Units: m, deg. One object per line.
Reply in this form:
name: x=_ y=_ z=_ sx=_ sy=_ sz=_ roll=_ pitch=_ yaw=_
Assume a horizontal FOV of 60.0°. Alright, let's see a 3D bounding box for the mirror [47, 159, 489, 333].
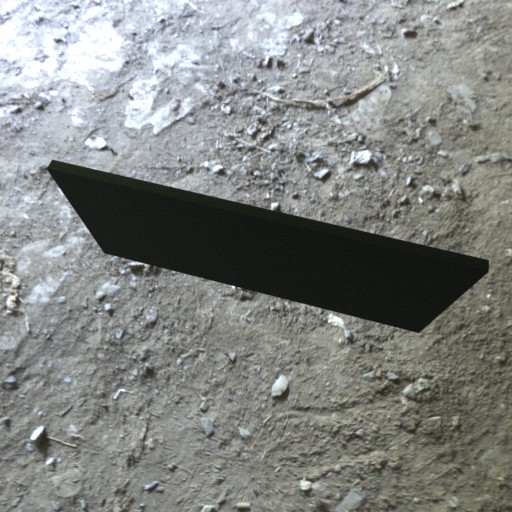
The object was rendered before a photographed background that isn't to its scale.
mirror: x=0.000 y=0.000 z=1.855 sx=1.584 sy=0.692 sz=0.047 roll=14 pitch=64 yaw=7
